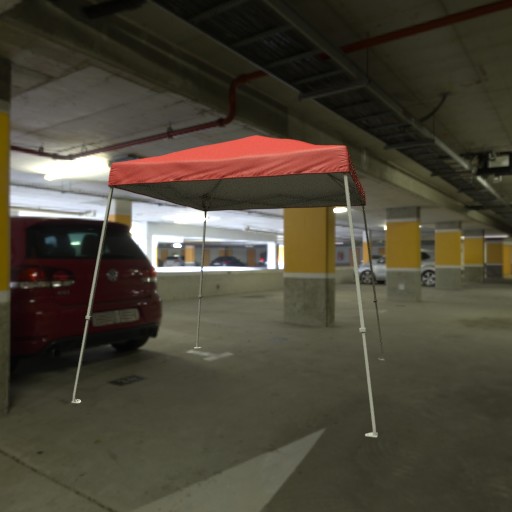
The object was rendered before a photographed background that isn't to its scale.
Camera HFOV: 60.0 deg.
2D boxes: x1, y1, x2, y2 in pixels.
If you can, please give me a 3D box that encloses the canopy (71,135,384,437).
[{"bbox_3d":[0.000,0.000,5.227,2.848,2.849,2.849,0,-1,17],"label":"canopy"}]
